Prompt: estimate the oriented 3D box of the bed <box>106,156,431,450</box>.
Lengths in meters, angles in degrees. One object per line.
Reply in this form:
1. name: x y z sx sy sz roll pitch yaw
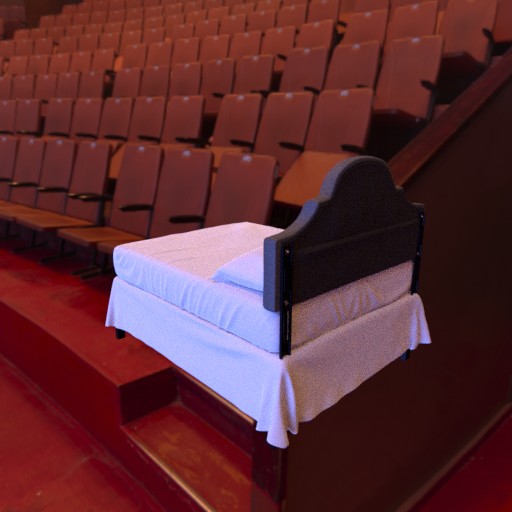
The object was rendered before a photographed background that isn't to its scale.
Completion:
1. bed: 0.000 0.000 3.539 1.780 1.634 2.222 -14 21 -41
